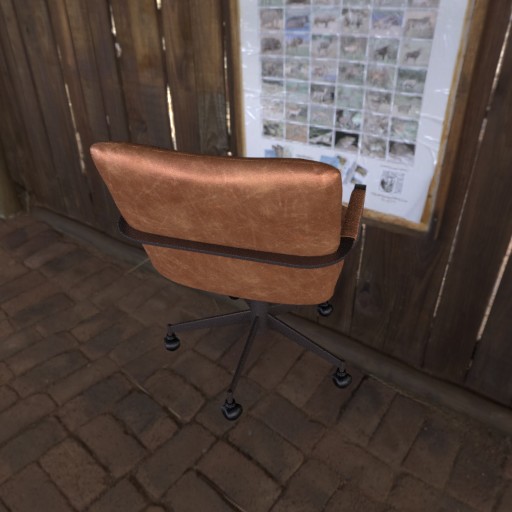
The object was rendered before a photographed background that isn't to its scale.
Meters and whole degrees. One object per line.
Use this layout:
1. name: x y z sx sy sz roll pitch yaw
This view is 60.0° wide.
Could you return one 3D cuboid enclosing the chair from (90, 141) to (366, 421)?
1. chair: 0.000 0.000 1.455 0.727 0.922 0.754 9 32 14
